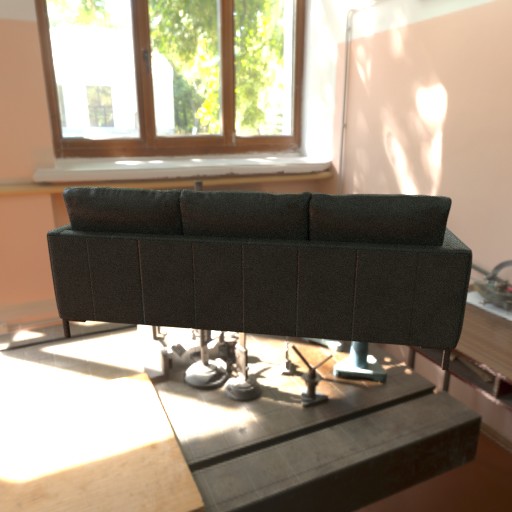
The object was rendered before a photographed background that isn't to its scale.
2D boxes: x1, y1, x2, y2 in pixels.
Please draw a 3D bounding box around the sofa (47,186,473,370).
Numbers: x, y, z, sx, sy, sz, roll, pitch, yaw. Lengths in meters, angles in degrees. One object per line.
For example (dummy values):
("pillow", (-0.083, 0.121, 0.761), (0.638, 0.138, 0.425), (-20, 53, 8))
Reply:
("sofa", (0.000, 0.000, 2.436), (2.029, 0.805, 0.748), (3, 17, 9))
